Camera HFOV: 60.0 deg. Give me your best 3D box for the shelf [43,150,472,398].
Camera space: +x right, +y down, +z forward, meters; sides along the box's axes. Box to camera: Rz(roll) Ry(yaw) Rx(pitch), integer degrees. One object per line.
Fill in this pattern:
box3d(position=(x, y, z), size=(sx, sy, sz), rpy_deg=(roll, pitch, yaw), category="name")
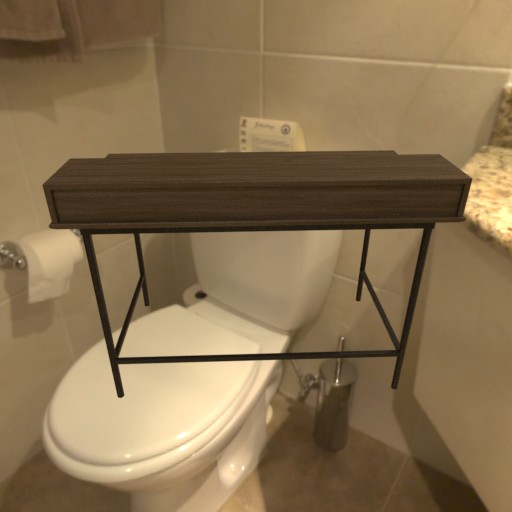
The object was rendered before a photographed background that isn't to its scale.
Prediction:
box3d(position=(0.000, 0.000, 1.737), size=(1.212, 0.865, 0.685), rpy_deg=(-1, 30, -2), category="shelf")
